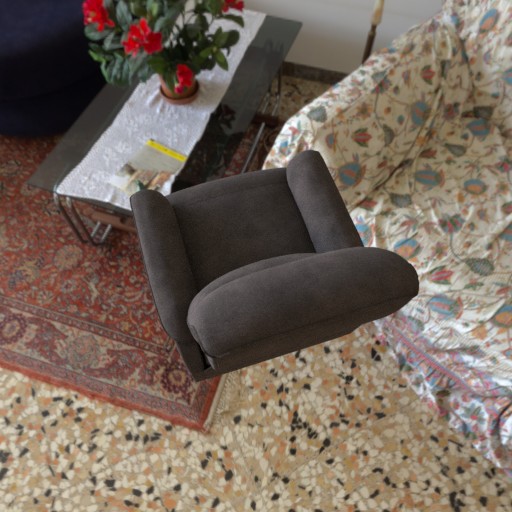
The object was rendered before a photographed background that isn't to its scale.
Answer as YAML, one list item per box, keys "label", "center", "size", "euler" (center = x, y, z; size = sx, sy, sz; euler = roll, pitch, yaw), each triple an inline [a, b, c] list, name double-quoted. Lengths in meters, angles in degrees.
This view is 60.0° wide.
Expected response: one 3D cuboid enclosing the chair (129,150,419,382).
- label: "chair"
  center: [0.000, 0.000, 1.710]
  size: [0.830, 1.035, 1.009]
  euler: [-15, 60, -9]
